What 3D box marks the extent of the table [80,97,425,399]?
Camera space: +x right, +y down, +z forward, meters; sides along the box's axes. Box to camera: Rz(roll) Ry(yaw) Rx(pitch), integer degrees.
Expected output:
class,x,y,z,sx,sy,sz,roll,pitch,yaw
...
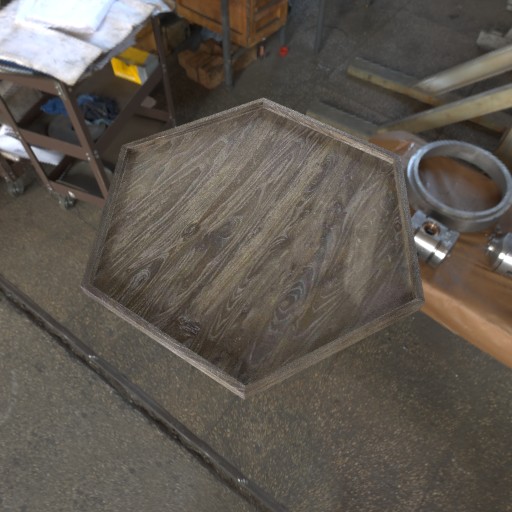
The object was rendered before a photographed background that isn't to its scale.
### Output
class,x,y,z,sx,sy,sz,roll,pitch,yaw
table,0.000,0.000,1.592,0.966,0.488,1.115,2,58,2
